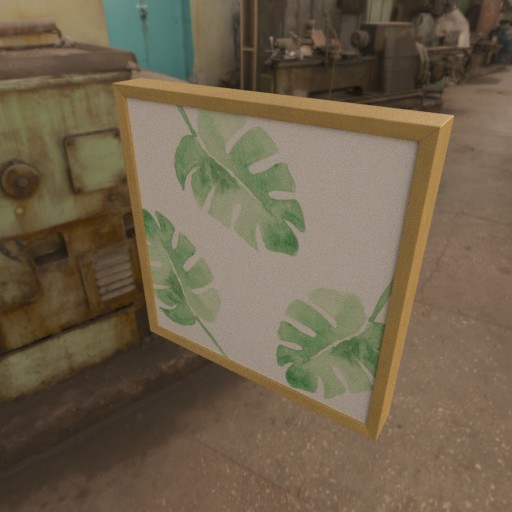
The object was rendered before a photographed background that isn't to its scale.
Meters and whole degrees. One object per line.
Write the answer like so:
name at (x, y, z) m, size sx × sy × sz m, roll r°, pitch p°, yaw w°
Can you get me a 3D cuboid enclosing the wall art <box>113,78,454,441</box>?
wall art at (0.000, 0.000, 0.443) m, size 0.305 × 0.305 × 0.038 m, roll 18°, pitch 35°, yaw 28°
